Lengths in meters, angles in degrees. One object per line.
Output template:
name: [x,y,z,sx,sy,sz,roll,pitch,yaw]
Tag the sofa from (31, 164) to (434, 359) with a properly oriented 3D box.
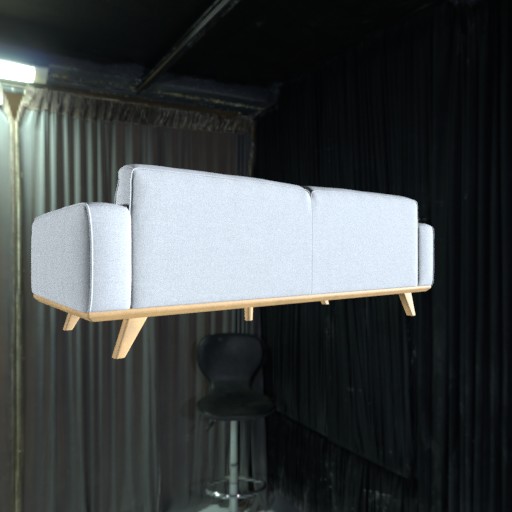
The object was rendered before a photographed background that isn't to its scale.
sofa: [0.000,0.000,2.621,2.270,0.781,0.956,0,1,-37]
